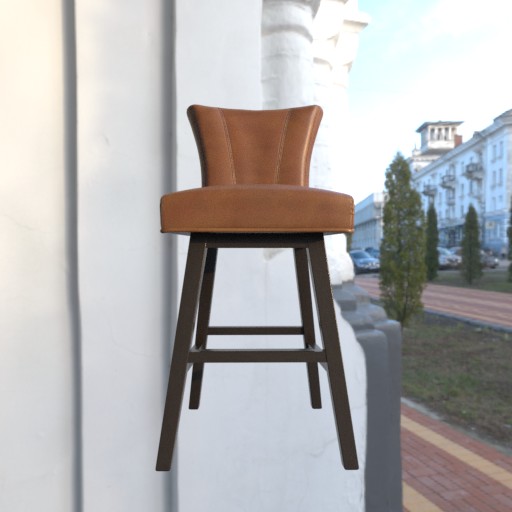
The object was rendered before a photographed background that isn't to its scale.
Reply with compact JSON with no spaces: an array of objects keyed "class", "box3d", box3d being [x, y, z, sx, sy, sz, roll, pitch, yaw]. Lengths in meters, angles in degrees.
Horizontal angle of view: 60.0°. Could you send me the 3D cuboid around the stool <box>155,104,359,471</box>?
[{"class":"stool","box3d":[0.000,0.000,1.409,0.522,1.094,0.585,0,1,-1]}]
